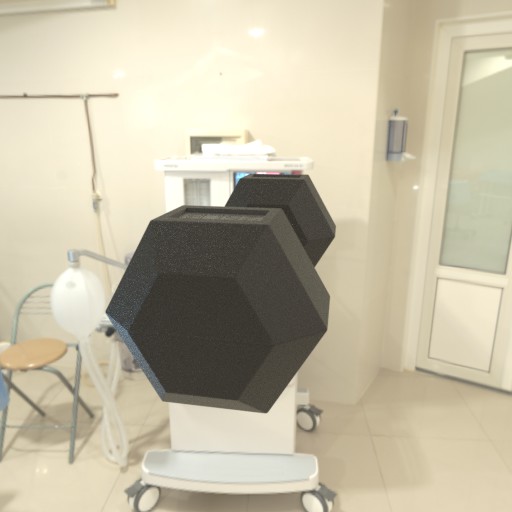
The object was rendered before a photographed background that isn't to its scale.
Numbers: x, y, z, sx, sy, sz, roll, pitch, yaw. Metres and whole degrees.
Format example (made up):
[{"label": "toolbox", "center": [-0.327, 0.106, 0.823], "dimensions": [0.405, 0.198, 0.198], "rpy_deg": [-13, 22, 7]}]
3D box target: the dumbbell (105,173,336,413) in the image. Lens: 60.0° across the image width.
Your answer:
[{"label": "dumbbell", "center": [0.000, 0.000, 0.377], "dimensions": [0.129, 0.113, 0.315], "rpy_deg": [3, 16, 10]}]
